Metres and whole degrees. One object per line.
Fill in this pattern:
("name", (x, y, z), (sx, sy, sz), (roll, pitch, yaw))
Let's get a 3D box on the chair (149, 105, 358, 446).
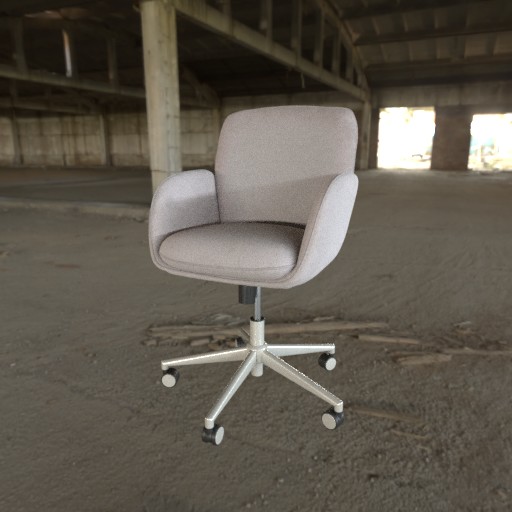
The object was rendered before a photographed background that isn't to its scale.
("chair", (0.000, 0.000, 1.412), (0.648, 0.959, 0.654), (6, 15, 24))
